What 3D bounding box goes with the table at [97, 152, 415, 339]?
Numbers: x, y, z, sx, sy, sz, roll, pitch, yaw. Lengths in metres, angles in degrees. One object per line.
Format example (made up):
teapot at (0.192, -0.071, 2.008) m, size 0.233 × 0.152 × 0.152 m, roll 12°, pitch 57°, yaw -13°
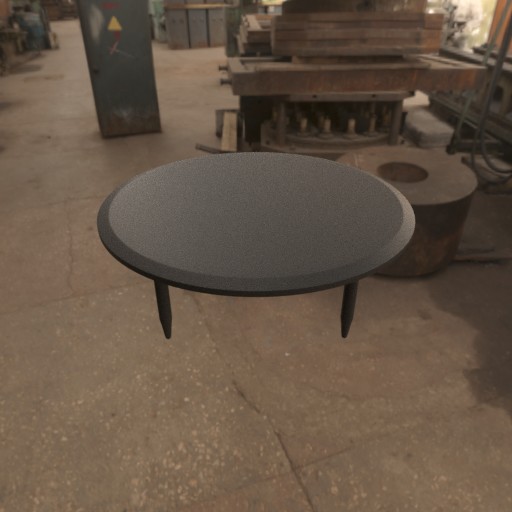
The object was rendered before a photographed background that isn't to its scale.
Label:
table at (0.000, 0.000, 1.409) m, size 0.900 × 0.400 × 0.900 m, roll 0°, pitch 31°, yaw 0°
